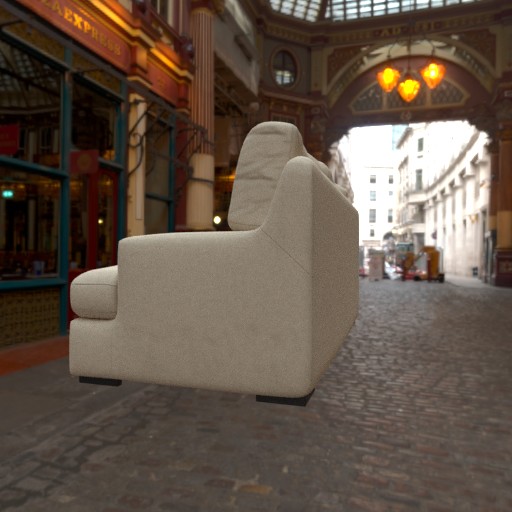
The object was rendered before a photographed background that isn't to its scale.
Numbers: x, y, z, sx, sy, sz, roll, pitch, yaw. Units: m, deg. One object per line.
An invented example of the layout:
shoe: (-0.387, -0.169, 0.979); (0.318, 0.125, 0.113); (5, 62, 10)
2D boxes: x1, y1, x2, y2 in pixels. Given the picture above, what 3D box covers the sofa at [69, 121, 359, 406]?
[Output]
sofa: (0.000, 0.000, 2.420); (0.962, 0.967, 1.885); (0, 0, 18)
